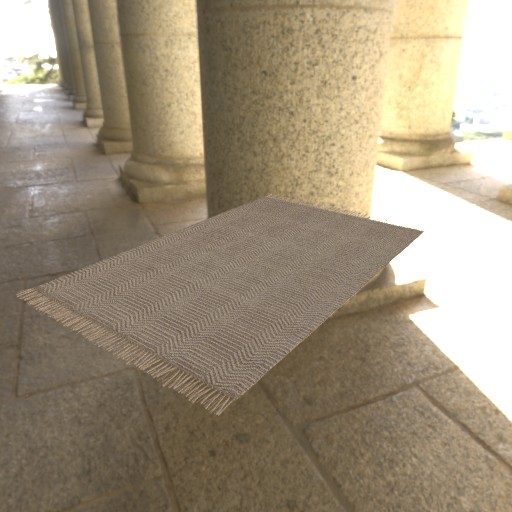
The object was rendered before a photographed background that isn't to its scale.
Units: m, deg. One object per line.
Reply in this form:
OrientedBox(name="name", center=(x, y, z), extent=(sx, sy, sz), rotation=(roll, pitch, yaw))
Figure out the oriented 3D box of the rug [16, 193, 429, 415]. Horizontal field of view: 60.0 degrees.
OrientedBox(name="rug", center=(0.000, 0.000, 2.987), extent=(1.528, 0.034, 2.523), rotation=(17, 30, 33))
